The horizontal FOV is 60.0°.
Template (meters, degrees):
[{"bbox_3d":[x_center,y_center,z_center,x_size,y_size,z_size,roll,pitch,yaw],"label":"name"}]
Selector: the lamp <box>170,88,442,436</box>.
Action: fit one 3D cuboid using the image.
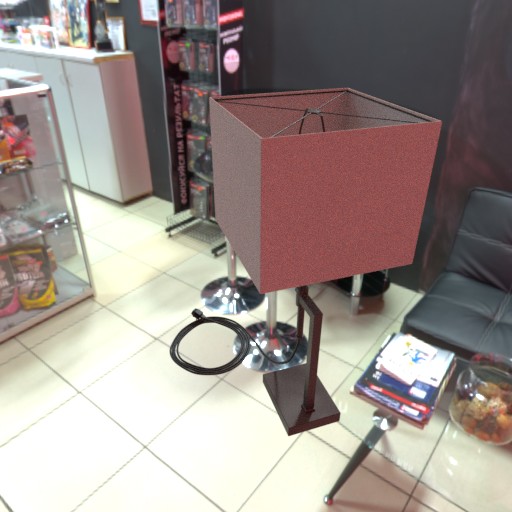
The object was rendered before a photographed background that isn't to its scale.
[{"bbox_3d":[0.000,0.000,0.960,0.399,0.660,0.504,-10,32,-16],"label":"lamp"}]
